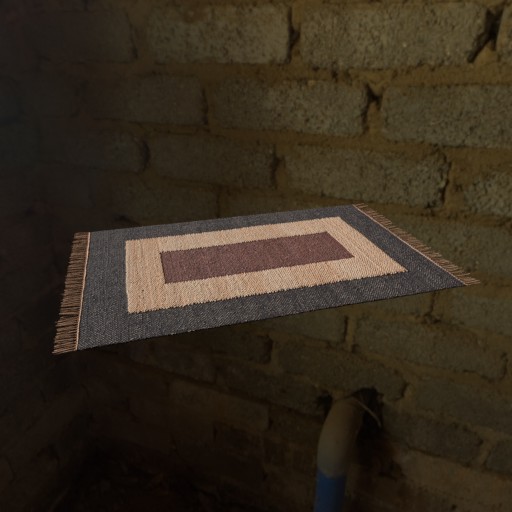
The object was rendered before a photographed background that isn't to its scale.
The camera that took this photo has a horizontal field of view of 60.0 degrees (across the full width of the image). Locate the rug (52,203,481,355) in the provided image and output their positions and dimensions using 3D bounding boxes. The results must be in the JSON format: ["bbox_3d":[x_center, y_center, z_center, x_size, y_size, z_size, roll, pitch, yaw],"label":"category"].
[{"bbox_3d":[0.000,0.000,2.492,2.021,0.027,1.224,-7,27,-14],"label":"rug"}]
